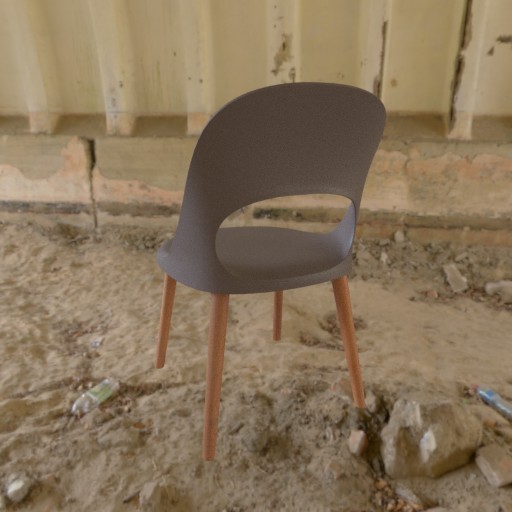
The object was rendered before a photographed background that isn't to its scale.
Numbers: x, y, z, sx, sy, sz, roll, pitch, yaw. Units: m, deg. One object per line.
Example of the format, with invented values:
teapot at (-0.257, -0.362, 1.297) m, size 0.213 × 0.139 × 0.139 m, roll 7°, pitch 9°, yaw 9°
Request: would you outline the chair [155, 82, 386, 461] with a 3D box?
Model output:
chair at (0.000, 0.000, 1.149) m, size 0.470 × 0.794 × 0.556 m, roll -8°, pitch 18°, yaw -26°
